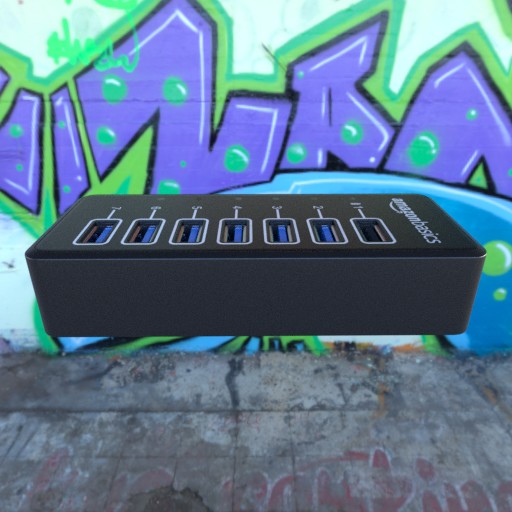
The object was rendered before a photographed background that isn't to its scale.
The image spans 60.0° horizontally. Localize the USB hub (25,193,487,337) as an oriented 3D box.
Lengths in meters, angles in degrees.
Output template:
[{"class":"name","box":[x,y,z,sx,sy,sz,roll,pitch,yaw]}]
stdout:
[{"class":"USB hub","box":[0.000,0.000,0.126,0.110,0.023,0.044,0,27,0]}]
